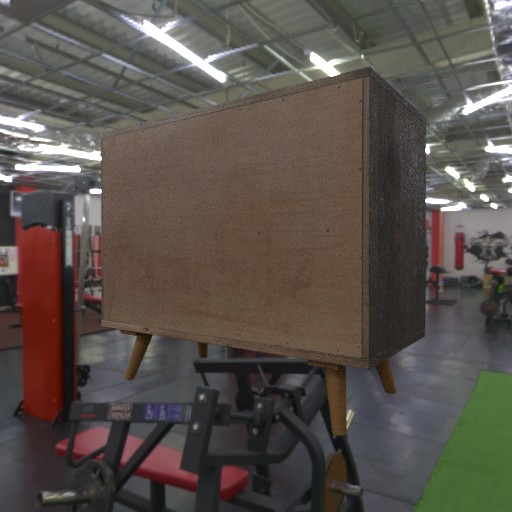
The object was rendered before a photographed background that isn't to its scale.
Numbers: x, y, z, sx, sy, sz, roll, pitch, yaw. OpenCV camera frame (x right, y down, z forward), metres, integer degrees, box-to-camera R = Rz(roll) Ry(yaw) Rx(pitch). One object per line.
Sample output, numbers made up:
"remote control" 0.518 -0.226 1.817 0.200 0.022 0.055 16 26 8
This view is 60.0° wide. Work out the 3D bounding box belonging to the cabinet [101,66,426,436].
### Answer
"cabinet" 0.000 0.000 1.546 1.023 0.897 0.529 1 1 35
